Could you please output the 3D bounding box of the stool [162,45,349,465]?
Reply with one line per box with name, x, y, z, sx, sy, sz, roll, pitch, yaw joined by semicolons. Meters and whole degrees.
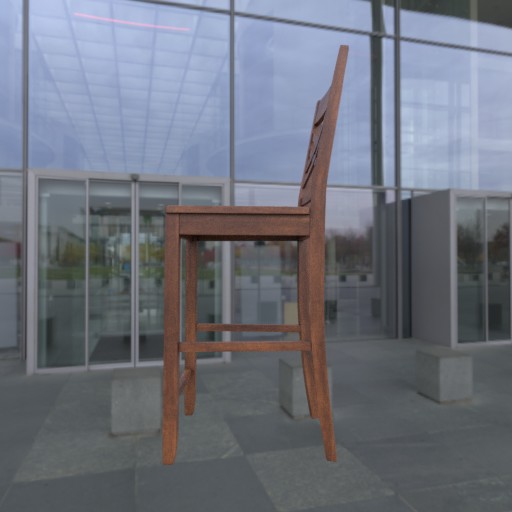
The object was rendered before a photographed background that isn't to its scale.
stool;0.000;0.000;1.355;0.504;1.098;0.426;0;-1;0
